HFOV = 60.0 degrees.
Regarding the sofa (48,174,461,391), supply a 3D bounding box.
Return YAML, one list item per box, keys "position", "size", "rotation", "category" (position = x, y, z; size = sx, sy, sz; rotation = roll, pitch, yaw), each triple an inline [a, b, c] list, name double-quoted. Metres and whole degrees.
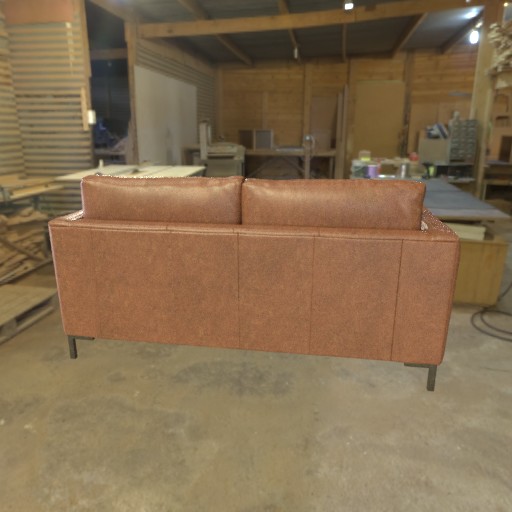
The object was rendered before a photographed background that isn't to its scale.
- position: [0.000, 0.000, 2.323]
  size: [1.797, 0.883, 0.899]
  rotation: [3, 17, 9]
  category: "sofa"
